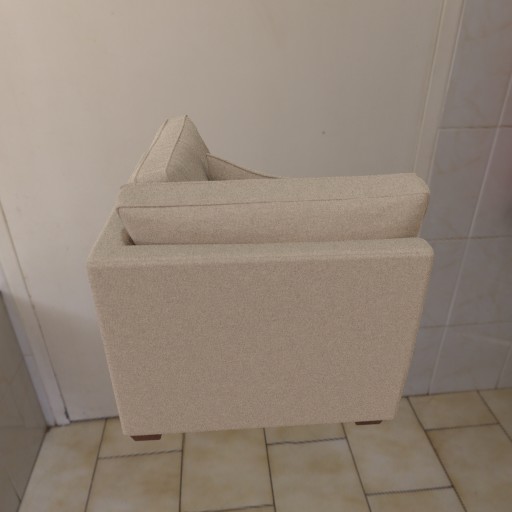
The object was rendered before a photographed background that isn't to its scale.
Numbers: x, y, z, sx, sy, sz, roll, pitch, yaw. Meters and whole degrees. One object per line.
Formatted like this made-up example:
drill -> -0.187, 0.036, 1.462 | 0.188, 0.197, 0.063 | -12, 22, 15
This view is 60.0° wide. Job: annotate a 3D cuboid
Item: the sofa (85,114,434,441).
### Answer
sofa -> 0.000, 0.000, 1.961 | 1.084, 1.002, 1.146 | -2, 30, -3
